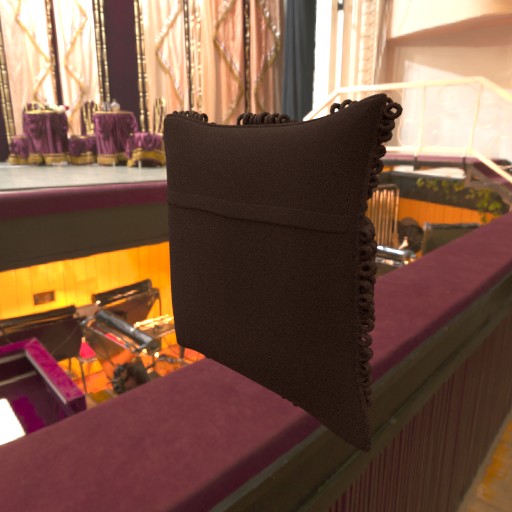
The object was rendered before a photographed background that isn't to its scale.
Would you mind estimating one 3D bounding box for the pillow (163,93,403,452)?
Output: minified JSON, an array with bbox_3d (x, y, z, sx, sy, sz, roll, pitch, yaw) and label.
[{"bbox_3d":[0.000,0.000,0.717,0.172,0.467,0.470,-14,20,-42],"label":"pillow"}]
